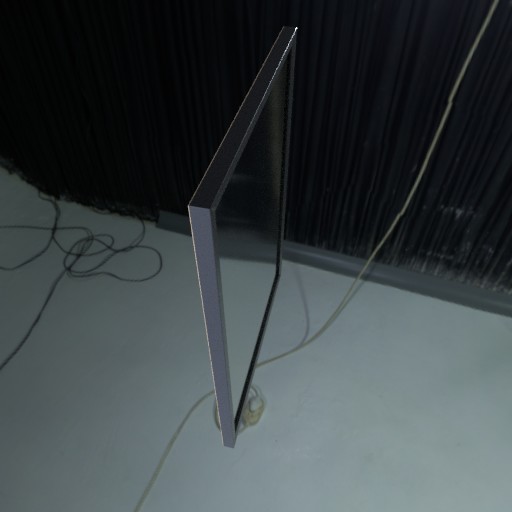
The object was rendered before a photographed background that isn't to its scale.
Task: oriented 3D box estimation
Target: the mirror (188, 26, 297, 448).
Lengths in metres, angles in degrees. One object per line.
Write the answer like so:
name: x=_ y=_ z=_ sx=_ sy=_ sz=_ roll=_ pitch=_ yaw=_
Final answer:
mirror: x=0.000 y=0.000 z=1.312 sx=0.040 sy=1.016 sz=0.762 roll=10 pitch=48 yaw=9
